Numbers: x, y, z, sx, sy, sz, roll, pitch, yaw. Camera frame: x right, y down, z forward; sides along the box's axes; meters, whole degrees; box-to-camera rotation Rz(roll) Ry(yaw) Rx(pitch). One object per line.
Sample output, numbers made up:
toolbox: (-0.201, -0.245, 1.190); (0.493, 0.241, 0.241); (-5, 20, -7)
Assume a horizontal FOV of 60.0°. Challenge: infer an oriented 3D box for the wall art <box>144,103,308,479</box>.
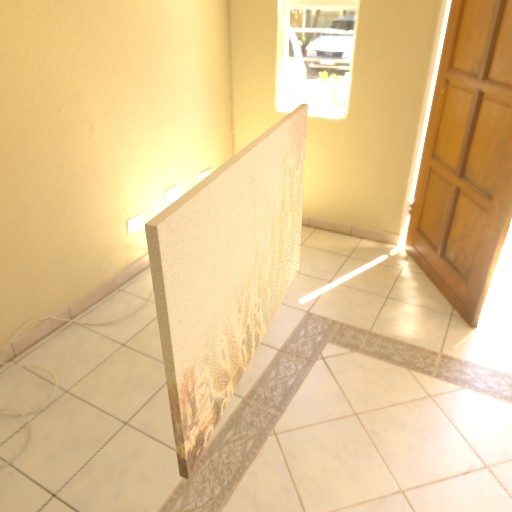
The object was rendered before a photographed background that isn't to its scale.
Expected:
wall art: (0.000, 0.000, 1.958); (0.038, 1.012, 1.525); (10, 32, 17)
